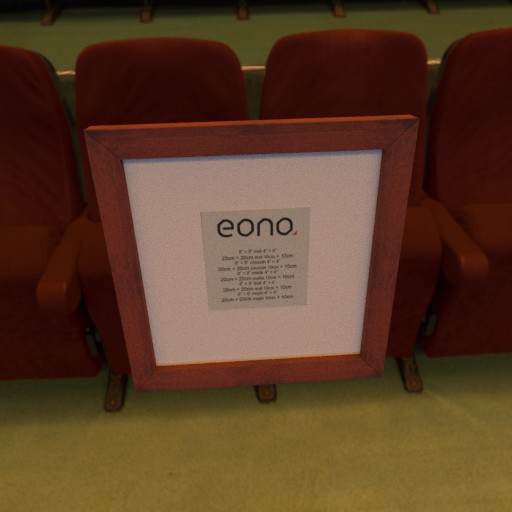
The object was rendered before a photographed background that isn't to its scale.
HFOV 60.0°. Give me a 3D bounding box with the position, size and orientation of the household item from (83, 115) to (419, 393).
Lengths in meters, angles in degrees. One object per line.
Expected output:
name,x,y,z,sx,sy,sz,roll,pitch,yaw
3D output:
household item,0.000,0.000,0.392,0.240,0.240,0.131,-3,47,-3
